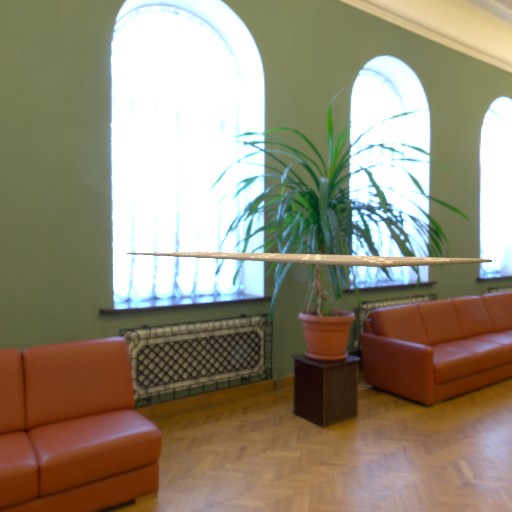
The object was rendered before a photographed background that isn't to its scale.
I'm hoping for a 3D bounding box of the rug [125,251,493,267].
[{"bbox_3d":[0.000,0.000,2.482,0.678,0.014,2.276,-1,2,-36],"label":"rug"}]
